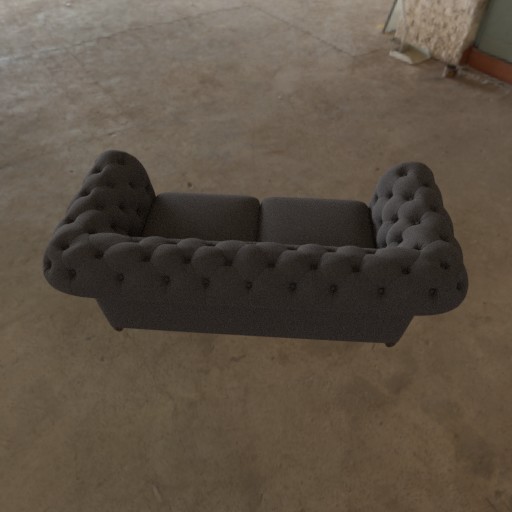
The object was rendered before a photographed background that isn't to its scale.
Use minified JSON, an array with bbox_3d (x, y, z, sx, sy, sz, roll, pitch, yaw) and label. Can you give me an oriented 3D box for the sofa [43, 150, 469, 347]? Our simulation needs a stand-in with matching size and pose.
[{"bbox_3d":[0.000,0.000,2.461,1.998,0.764,0.986,3,46,3],"label":"sofa"}]
